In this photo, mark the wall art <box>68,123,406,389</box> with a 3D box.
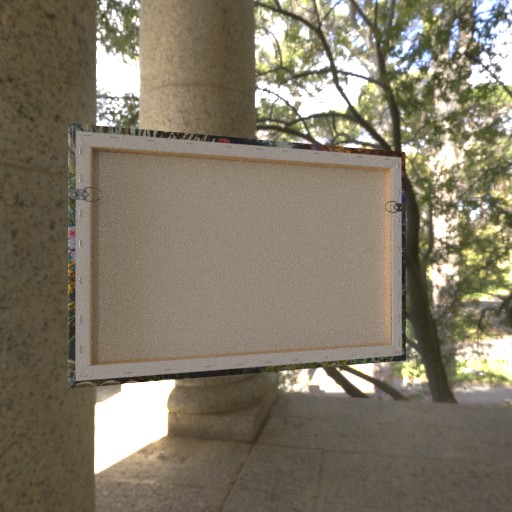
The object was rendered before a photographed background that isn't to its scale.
[{"bbox_3d":[0.000,0.000,1.454,1.136,0.760,0.042,0,0,-18],"label":"wall art"}]
